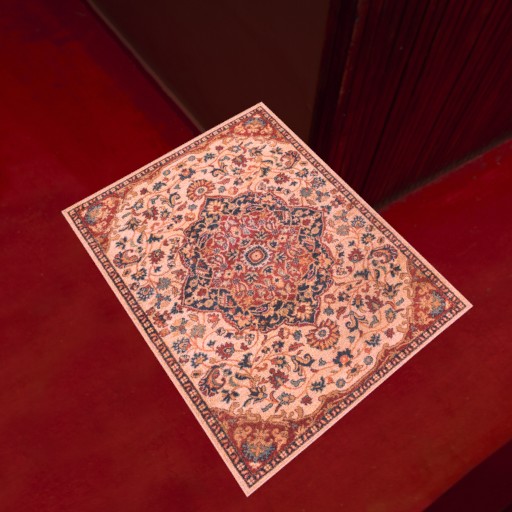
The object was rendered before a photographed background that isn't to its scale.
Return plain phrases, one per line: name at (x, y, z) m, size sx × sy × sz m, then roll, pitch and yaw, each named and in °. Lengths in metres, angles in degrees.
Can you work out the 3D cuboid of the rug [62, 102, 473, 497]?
rug at (0.000, 0.000, 4.105) m, size 2.454 × 0.005 × 3.067 m, roll -34°, pitch 68°, yaw -16°
